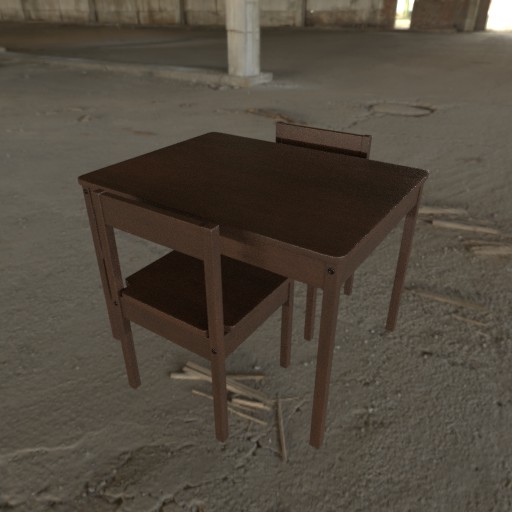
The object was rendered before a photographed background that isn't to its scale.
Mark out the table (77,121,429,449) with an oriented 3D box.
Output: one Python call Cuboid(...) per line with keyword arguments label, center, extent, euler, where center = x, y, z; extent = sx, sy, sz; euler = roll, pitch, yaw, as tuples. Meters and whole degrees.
Cuboid(label="table", center=(0.000, 0.000, 1.116), extent=(0.650, 0.503, 0.672), euler=(19, 35, 29))
